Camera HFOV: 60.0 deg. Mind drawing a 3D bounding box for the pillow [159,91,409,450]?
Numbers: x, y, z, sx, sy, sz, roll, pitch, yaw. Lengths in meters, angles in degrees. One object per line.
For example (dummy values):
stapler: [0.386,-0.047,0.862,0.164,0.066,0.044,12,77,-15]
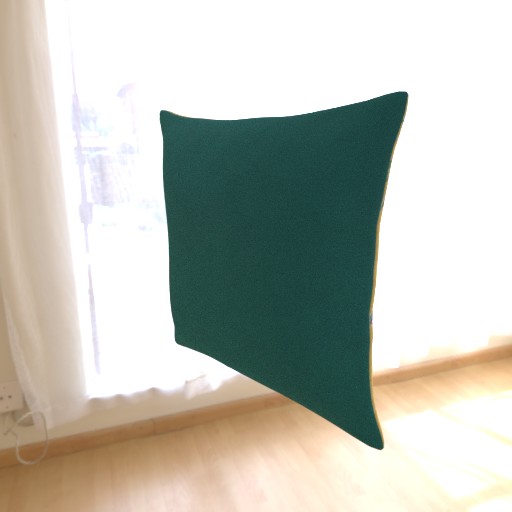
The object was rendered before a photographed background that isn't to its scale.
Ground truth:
pillow: [0.000,0.000,0.773,0.525,0.508,0.166,14,20,43]
